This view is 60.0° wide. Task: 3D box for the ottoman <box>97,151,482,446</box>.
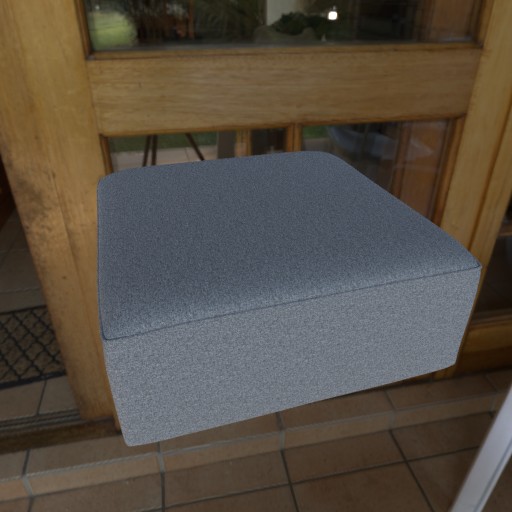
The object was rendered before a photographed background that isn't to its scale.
[{"bbox_3d":[0.000,0.000,1.560,1.015,0.464,1.005,-9,32,-15],"label":"ottoman"}]
